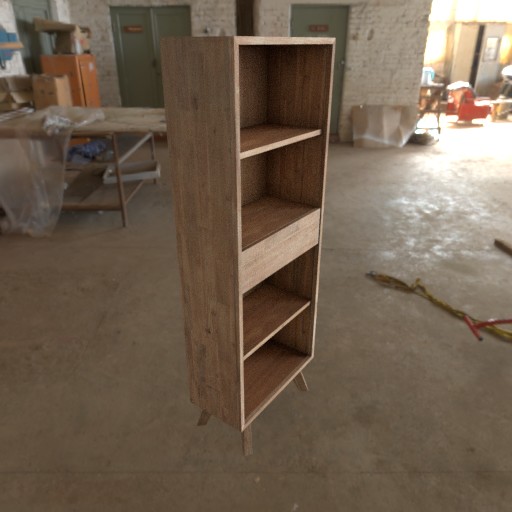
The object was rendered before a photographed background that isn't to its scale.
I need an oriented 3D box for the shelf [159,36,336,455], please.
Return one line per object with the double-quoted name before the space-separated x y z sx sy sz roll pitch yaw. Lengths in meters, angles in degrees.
"shelf" 0.000 0.000 1.517 0.267 1.342 0.491 18 31 32
